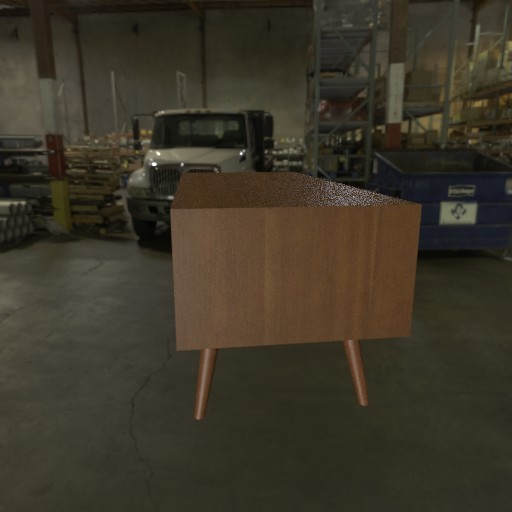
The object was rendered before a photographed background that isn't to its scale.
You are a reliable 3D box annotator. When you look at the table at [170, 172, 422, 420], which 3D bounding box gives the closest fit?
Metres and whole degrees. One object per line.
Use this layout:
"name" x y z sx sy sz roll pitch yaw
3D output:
"table" 0.000 0.000 1.419 0.490 0.464 1.119 -2 14 -8
